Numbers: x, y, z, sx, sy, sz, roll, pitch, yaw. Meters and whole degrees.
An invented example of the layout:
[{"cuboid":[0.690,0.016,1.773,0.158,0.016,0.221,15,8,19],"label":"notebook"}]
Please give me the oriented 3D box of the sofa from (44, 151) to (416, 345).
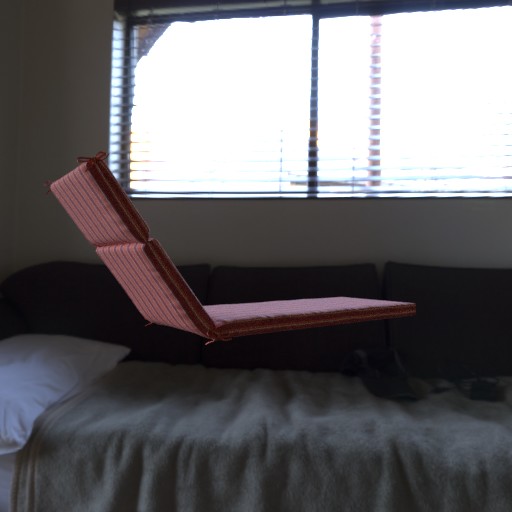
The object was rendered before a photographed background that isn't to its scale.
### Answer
[{"cuboid":[0.000,0.000,1.986,1.663,0.622,0.582,1,-1,-36],"label":"sofa"}]
